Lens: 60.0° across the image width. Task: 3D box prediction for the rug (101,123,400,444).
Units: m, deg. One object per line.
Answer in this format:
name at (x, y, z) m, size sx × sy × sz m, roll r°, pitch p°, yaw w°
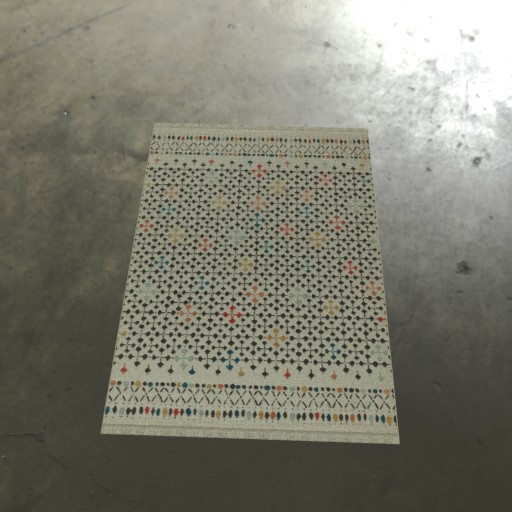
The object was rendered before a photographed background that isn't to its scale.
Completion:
rug at (0.000, 0.000, 4.182) m, size 2.354 × 0.007 × 3.196 m, roll 2°, pitch 64°, yaw 1°
